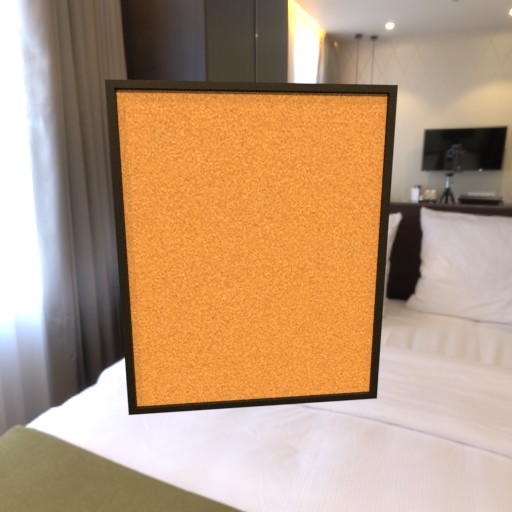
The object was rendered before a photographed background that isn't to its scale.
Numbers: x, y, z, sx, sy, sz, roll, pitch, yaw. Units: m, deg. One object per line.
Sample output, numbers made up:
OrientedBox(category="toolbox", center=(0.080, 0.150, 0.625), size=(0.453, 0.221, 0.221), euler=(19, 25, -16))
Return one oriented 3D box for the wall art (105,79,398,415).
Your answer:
OrientedBox(category="wall art", center=(0.000, 0.000, 0.763), size=(0.457, 0.559, 0.029), euler=(-2, 13, -7))
